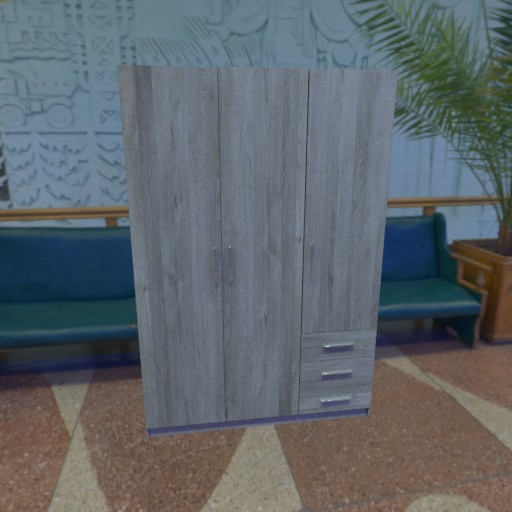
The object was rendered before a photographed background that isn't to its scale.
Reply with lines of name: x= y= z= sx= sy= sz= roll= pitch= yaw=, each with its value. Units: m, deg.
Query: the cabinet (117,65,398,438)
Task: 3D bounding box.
cabinet: x=0.000 y=0.000 z=2.498 sx=1.290 sy=1.910 sz=0.510 roll=-2 pitch=16 yaw=-8
